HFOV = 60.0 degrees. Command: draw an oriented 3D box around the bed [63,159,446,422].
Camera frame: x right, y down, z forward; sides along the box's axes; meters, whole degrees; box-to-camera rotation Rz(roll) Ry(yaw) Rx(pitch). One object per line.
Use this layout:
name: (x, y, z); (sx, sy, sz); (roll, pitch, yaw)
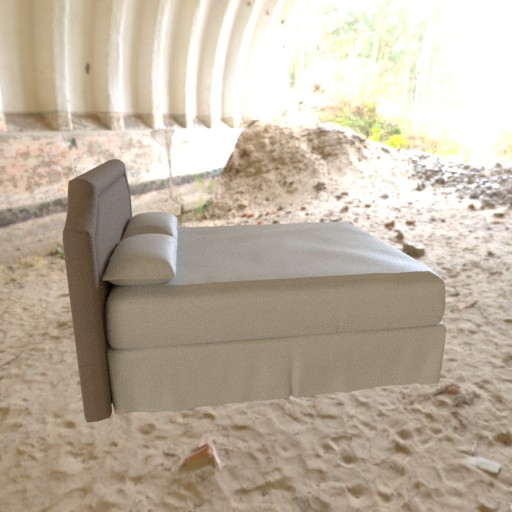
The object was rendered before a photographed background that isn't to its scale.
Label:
bed: (0.000, 0.000, 3.210); (2.164, 1.303, 1.828); (-3, 17, -9)
